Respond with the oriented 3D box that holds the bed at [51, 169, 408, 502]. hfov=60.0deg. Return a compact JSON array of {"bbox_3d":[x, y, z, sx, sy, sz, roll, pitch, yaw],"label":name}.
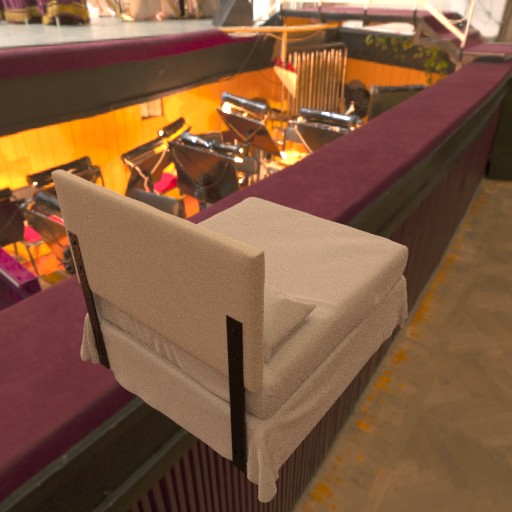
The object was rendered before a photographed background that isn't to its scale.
[{"bbox_3d":[0.000,0.000,3.382,1.936,1.577,2.222,23,38,32],"label":"bed"}]
